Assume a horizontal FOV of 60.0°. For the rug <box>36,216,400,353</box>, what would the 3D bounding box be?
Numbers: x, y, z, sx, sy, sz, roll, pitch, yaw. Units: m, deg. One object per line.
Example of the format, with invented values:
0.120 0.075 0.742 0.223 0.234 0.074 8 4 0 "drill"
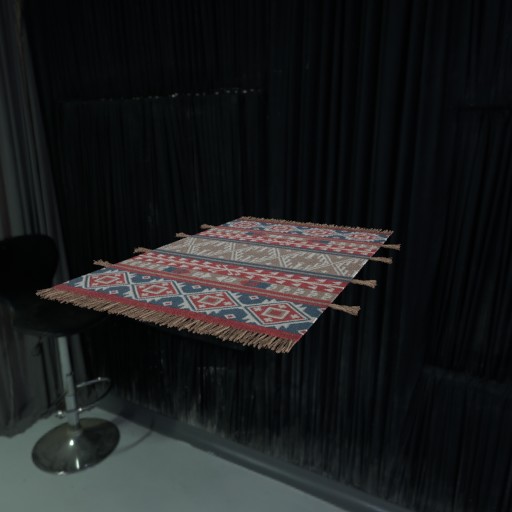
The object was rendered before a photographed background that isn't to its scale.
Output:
0.000 0.000 2.585 1.469 0.040 2.025 8 18 25 "rug"
